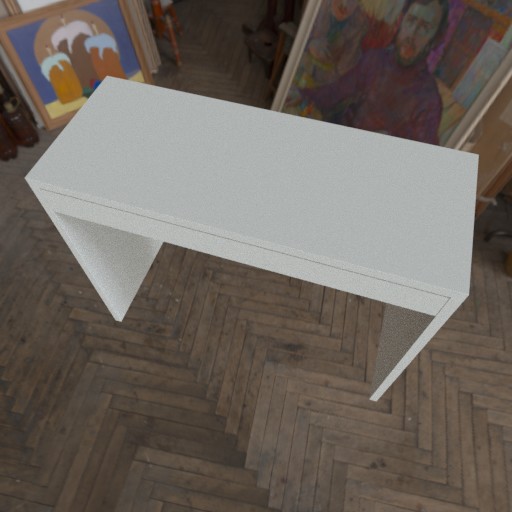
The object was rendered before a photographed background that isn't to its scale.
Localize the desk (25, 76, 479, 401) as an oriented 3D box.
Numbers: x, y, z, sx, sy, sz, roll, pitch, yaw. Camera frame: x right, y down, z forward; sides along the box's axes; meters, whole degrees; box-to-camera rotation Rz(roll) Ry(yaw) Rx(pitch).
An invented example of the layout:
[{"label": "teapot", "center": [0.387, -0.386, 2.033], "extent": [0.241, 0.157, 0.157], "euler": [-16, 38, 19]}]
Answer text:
[{"label": "desk", "center": [0.000, 0.000, 1.382], "extent": [1.000, 0.790, 0.400], "euler": [15, 59, 9]}]
